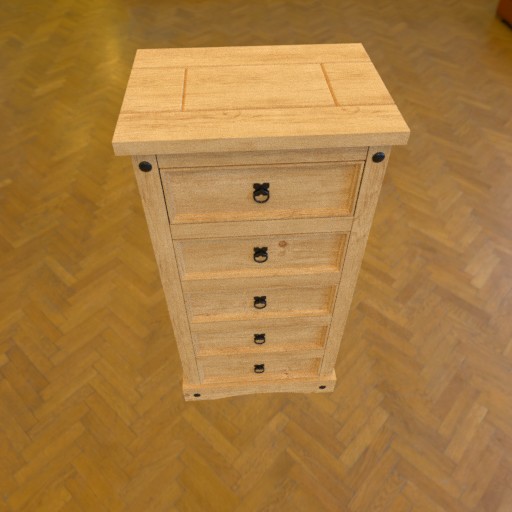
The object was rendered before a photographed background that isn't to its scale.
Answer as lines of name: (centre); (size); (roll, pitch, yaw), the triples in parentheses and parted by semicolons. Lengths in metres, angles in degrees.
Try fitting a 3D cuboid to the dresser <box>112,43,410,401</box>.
dresser: (0.000, 0.000, 1.299); (0.531, 1.041, 0.390); (-3, 47, -3)
